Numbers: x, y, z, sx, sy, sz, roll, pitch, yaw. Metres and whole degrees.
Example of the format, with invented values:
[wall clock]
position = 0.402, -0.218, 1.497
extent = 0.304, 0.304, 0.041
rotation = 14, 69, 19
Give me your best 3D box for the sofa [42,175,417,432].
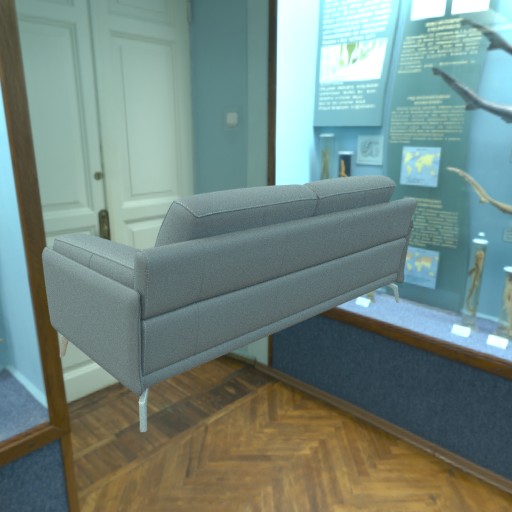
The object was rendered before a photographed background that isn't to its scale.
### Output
[sofa]
position = 0.000, 0.000, 2.592
extent = 2.100, 0.900, 0.969
rotation = -14, 21, -42
